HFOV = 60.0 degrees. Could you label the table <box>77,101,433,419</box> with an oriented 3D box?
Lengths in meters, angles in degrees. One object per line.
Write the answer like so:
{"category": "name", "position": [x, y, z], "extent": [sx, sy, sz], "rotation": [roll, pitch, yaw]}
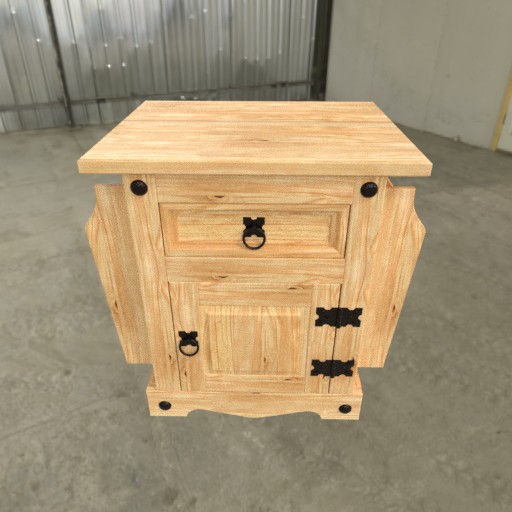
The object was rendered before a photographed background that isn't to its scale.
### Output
{"category": "table", "position": [0.000, 0.000, 0.877], "extent": [0.530, 0.515, 0.380], "rotation": [1, 31, 1]}
